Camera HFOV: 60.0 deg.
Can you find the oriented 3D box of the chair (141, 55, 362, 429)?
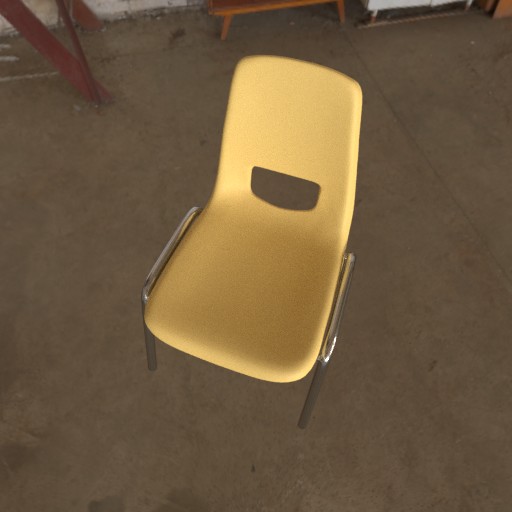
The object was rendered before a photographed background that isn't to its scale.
[{"bbox_3d":[0.000,0.000,0.789,0.354,0.536,0.385,17,59,11],"label":"chair"}]
